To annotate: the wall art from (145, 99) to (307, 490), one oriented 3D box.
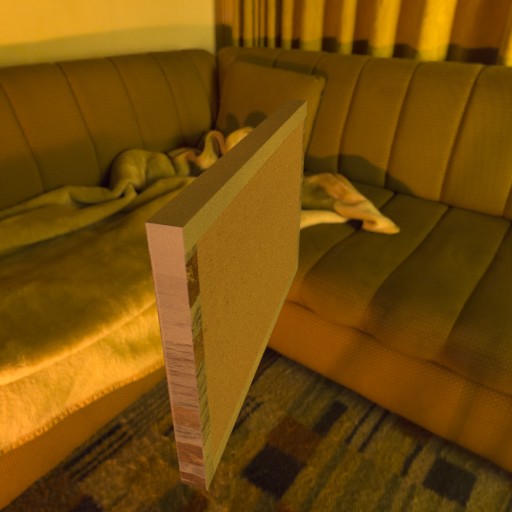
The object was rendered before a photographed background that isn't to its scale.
[{"bbox_3d":[0.000,0.000,0.767,0.041,0.407,0.606,8,31,14],"label":"wall art"}]
